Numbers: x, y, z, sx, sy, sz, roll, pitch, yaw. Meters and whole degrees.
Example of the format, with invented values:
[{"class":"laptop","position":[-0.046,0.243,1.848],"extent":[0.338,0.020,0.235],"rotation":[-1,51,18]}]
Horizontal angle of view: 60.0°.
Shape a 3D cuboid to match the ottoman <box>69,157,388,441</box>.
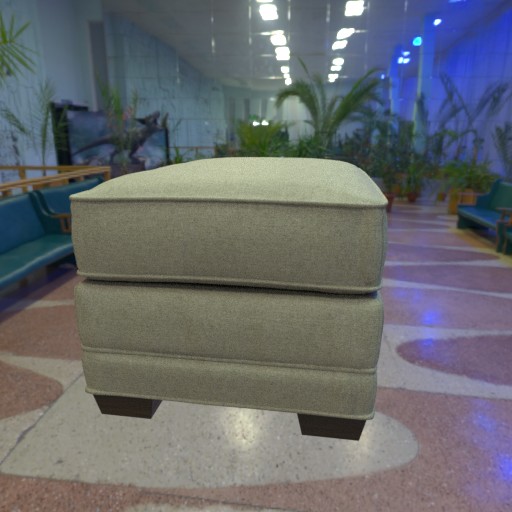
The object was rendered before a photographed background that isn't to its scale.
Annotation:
[{"class":"ottoman","position":[0.000,0.000,1.205],"extent":[0.611,0.508,0.848],"rotation":[2,16,9]}]
